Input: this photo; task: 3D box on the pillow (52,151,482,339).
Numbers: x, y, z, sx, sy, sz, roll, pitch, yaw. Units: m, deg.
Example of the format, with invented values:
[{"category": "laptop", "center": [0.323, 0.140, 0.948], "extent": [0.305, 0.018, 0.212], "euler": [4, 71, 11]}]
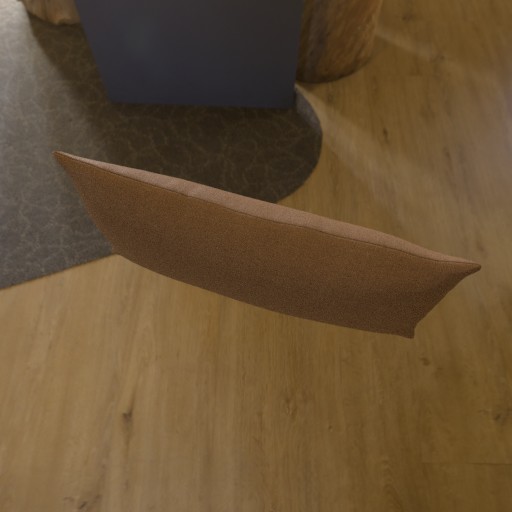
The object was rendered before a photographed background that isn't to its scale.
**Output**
[{"category": "pillow", "center": [0.000, 0.000, 0.726], "extent": [0.612, 0.308, 0.148], "euler": [15, 64, 8]}]
